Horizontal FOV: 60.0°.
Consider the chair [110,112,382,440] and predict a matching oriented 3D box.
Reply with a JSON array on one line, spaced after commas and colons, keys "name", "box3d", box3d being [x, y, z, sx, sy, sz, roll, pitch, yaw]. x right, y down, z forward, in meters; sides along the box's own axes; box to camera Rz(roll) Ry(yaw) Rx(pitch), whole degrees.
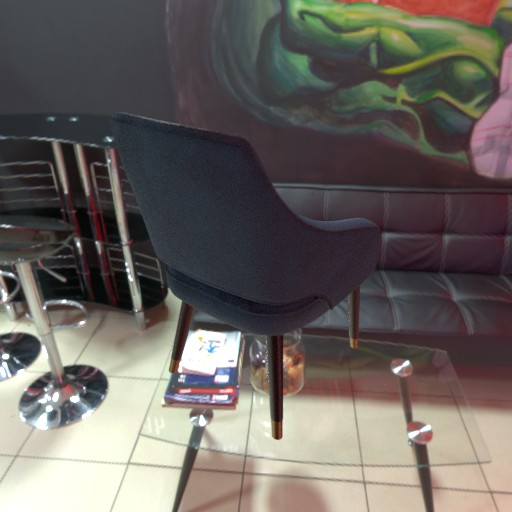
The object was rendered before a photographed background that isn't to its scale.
[{"name": "chair", "box3d": [0.000, 0.000, 1.602, 0.683, 1.081, 0.794, 21, 35, 32]}]
